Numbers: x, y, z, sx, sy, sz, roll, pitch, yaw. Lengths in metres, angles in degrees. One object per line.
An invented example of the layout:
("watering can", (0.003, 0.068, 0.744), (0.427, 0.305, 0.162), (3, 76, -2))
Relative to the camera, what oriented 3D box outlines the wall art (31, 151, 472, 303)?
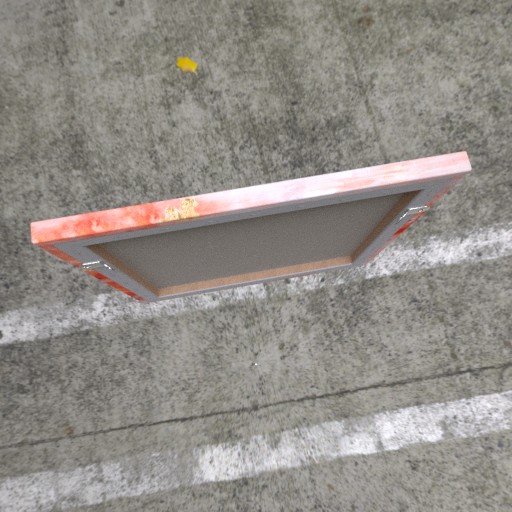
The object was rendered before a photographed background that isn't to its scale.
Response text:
("wall art", (0.000, 0.000, 1.101), (0.747, 0.746, 0.064), (-10, 76, -2))
